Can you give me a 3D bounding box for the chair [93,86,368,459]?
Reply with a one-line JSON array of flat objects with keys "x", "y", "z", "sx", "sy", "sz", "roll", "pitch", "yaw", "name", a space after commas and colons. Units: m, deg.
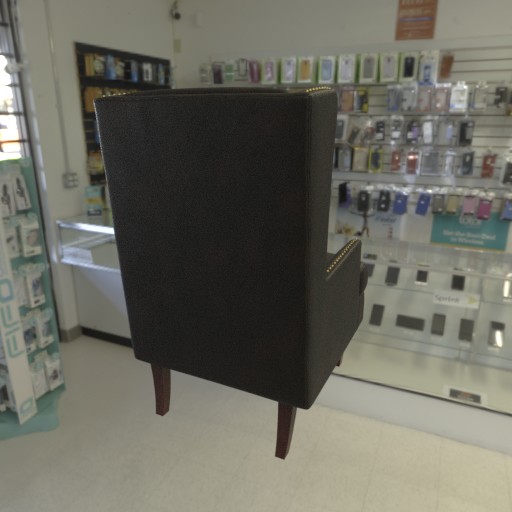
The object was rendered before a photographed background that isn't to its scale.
[{"x": 0.000, "y": 0.000, "z": 1.654, "sx": 0.703, "sy": 1.142, "sz": 0.799, "roll": 9, "pitch": 19, "yaw": 25, "name": "chair"}]
